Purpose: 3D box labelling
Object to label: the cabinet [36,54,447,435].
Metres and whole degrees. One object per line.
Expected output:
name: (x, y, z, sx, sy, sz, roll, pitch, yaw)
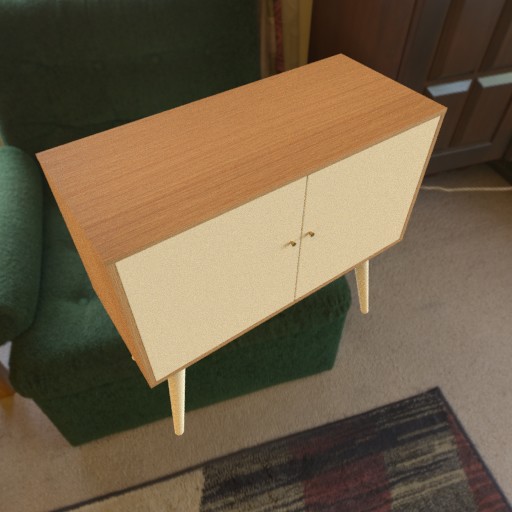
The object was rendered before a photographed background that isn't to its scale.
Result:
cabinet: (0.000, 0.000, 1.589, 1.057, 1.016, 0.470, -27, 53, -23)
